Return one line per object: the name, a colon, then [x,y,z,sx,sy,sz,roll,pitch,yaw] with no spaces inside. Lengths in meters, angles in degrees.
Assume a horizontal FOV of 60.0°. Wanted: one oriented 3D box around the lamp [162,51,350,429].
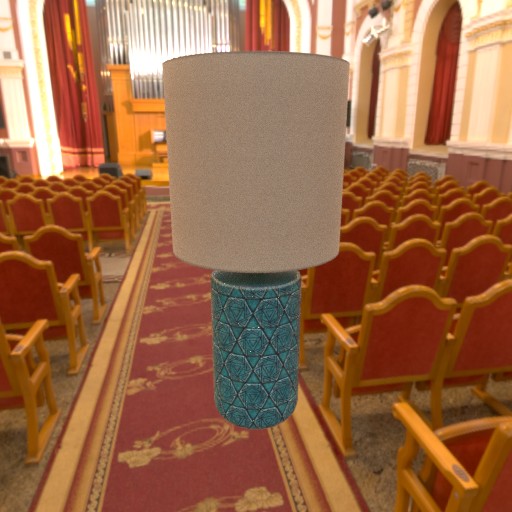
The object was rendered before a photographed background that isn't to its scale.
lamp: [0.000,0.000,0.753,0.278,0.597,0.278,-3,16,-9]
